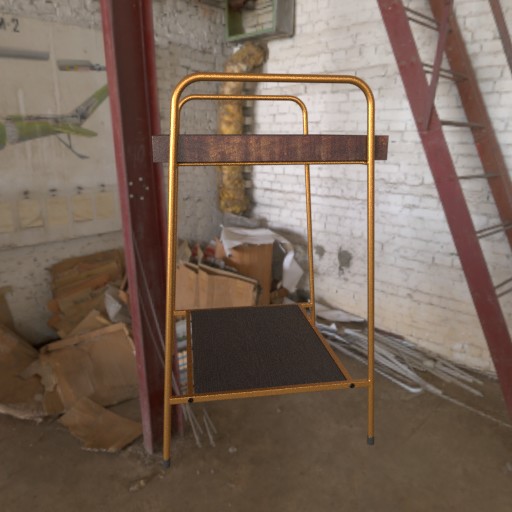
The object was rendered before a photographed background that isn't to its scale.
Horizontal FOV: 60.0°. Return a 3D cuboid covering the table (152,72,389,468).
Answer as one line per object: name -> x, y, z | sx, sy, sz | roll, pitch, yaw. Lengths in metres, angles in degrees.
table -> 0.000, 0.000, 0.990 | 0.430, 0.710, 0.430 | -2, 16, -9
